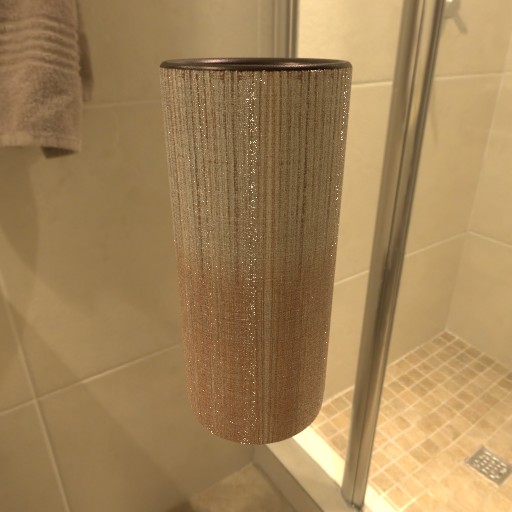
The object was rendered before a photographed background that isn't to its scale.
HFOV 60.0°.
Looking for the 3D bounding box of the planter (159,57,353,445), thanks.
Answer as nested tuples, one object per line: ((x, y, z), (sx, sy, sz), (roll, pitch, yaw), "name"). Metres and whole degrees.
((0.000, 0.000, 0.282), (0.100, 0.227, 0.100), (8, 27, 16), "planter")
